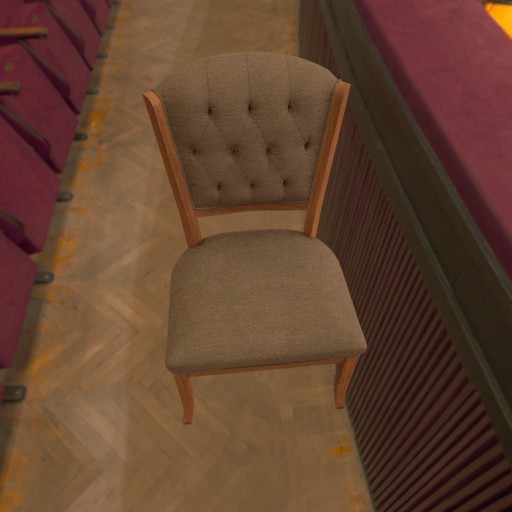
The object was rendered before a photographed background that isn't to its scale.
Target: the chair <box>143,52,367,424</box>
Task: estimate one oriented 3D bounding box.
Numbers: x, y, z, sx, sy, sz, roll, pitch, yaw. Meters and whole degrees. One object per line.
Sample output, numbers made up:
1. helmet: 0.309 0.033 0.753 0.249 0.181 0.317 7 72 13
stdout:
1. chair: 0.000 0.000 1.247 0.513 0.905 0.584 -4 49 -4
